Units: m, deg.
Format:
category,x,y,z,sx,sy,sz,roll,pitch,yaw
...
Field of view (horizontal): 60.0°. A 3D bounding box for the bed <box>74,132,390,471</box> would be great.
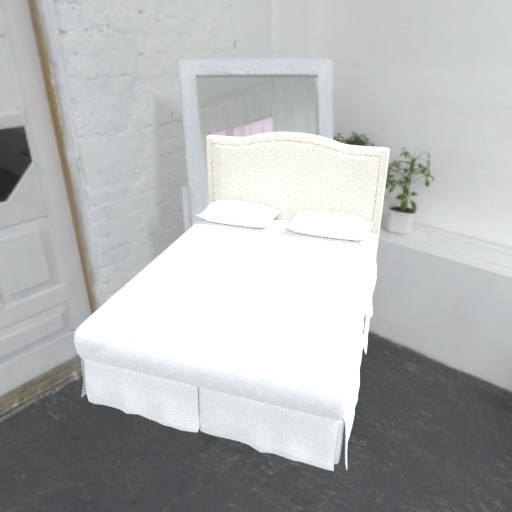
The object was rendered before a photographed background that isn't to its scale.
category,x,y,z,sx,sy,sz,roll,pitch,yaw
bed,0.000,0.000,3.398,1.821,1.436,2.282,9,28,16
